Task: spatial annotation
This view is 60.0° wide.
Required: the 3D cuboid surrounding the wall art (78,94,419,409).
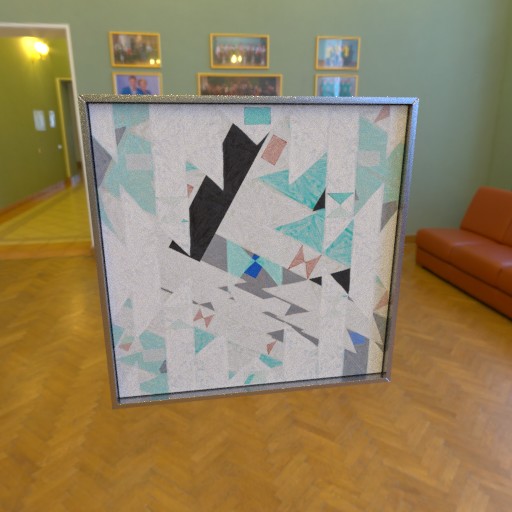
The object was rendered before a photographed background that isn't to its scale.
[{"bbox_3d":[0.000,0.000,0.517,0.350,0.350,0.038,-3,17,-9],"label":"wall art"}]
